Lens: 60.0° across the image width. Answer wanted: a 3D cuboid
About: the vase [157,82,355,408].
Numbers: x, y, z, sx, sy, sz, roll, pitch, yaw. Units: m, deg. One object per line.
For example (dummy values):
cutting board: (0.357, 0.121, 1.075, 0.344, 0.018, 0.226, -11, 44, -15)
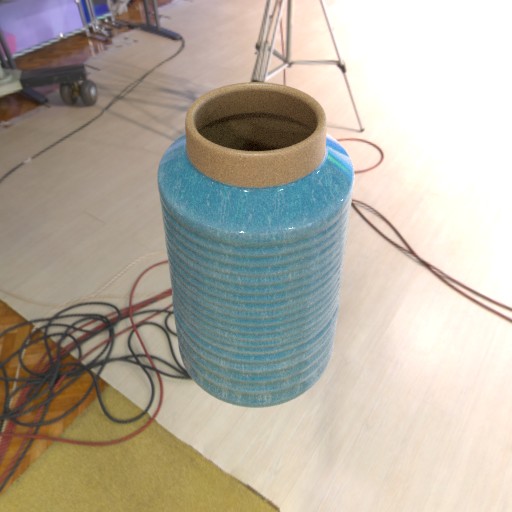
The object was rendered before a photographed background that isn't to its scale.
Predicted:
vase: (0.000, 0.000, 0.381, 0.163, 0.267, 0.163, 0, 47, 0)
